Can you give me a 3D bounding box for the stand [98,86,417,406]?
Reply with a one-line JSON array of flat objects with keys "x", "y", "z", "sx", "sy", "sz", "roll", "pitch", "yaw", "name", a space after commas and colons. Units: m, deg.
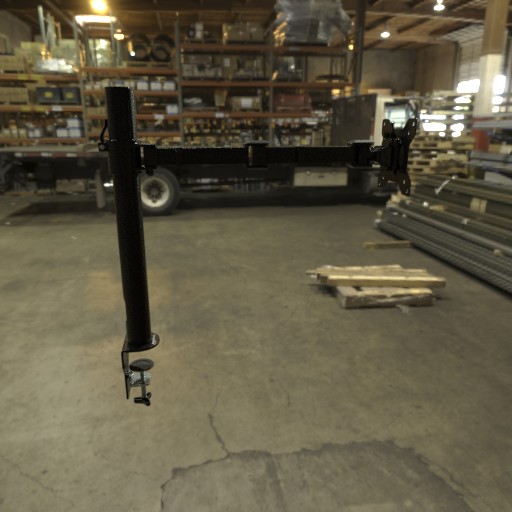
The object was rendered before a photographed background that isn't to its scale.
[{"x": 0.000, "y": 0.000, "z": 0.722, "sx": 0.456, "sy": 0.510, "sz": 0.115, "roll": -3, "pitch": 17, "yaw": -9, "name": "stand"}]
